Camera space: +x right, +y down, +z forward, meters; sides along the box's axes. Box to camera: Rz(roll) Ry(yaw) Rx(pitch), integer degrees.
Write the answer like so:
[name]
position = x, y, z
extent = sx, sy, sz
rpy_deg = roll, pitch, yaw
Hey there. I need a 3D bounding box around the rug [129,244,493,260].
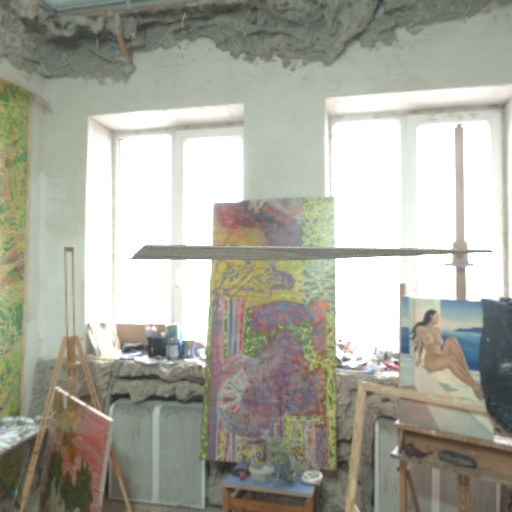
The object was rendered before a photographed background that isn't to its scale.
[rug]
position = 0.000, 0.000, 2.829
extent = 1.514, 0.014, 2.275
rpy_deg = 0, -2, -17
